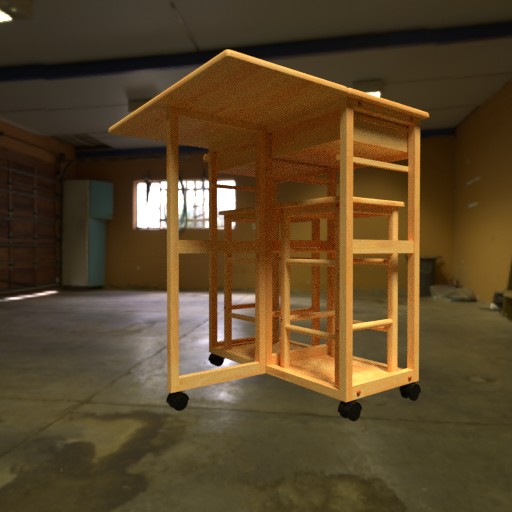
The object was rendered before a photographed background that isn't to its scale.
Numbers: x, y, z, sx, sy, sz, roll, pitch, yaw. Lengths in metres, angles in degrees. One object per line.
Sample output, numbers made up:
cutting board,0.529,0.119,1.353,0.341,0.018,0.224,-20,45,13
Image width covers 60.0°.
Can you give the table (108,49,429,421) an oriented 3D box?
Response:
table,0.000,0.000,1.380,0.693,0.832,0.752,-1,1,-36
